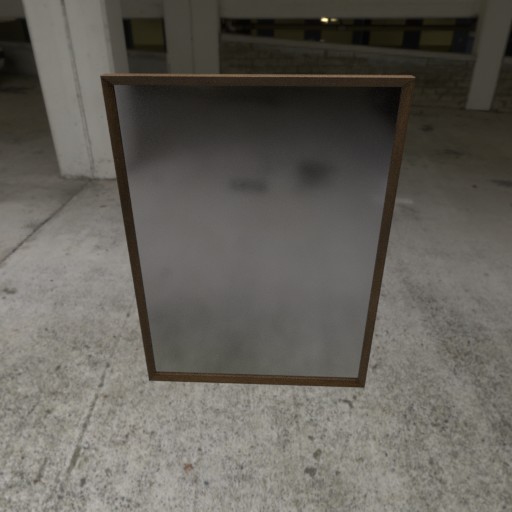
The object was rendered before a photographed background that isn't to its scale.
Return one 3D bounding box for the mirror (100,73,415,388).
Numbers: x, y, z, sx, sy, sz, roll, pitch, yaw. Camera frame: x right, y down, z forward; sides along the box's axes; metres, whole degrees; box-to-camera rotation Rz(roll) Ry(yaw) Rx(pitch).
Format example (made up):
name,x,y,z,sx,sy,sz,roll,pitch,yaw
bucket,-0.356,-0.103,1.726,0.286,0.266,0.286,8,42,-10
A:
name,x,y,z,sx,sy,sz,roll,pitch,yaw
mirror,0.000,0.000,1.335,0.762,1.016,0.041,1,29,2
